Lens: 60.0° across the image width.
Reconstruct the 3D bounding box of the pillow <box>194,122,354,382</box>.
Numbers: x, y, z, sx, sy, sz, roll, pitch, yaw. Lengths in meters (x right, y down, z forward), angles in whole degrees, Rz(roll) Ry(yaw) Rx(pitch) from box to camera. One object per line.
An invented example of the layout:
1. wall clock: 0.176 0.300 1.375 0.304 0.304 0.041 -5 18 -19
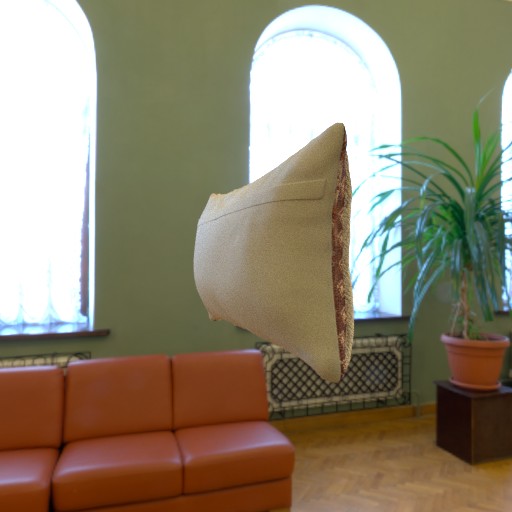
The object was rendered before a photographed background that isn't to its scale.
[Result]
1. pillow: 0.000 0.000 0.757 0.161 0.295 0.608 0 -1 -19
